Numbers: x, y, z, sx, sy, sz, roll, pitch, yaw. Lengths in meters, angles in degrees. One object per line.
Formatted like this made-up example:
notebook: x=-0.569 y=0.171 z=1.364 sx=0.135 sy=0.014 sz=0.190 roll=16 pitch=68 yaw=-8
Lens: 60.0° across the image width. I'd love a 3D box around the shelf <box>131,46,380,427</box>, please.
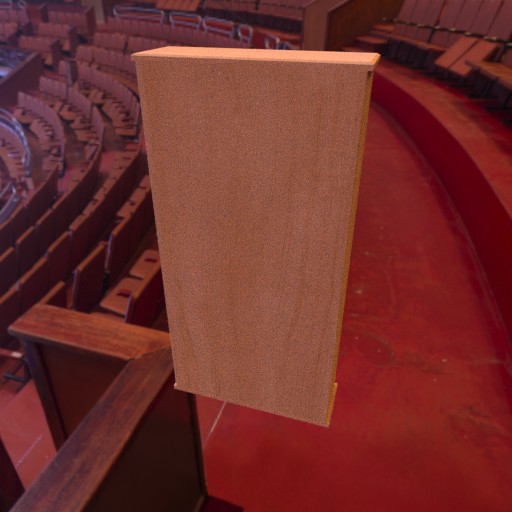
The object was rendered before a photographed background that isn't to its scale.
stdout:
shelf: x=0.000 y=0.000 z=1.232 sx=0.520 sy=1.030 sz=0.175 roll=9 pitch=32 yaw=15
